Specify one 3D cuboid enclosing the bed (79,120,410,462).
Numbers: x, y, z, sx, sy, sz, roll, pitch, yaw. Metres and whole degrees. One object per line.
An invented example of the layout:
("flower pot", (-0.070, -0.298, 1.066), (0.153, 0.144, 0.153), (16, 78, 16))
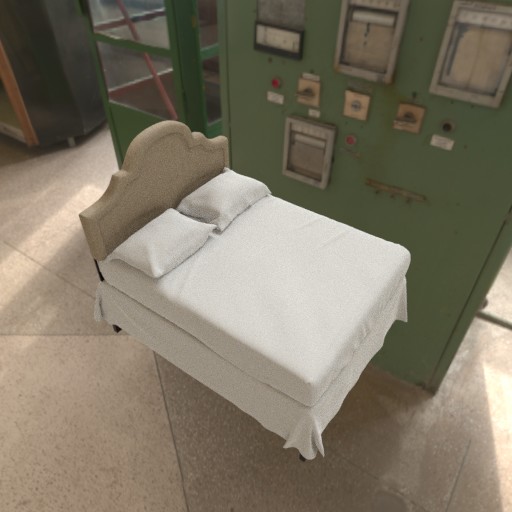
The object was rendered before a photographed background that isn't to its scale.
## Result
("bed", (0.000, 0.000, 3.452), (2.222, 1.634, 1.780), (25, 47, 27))
